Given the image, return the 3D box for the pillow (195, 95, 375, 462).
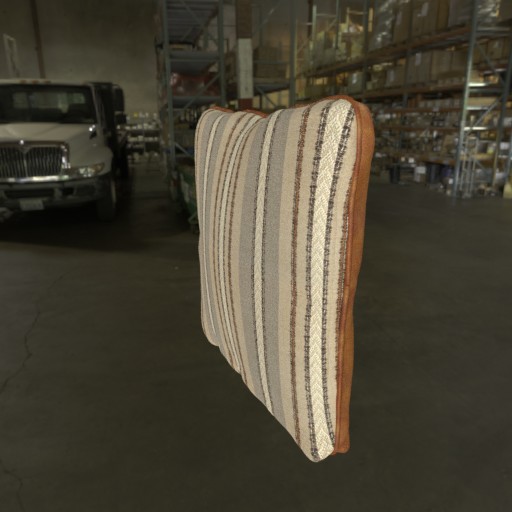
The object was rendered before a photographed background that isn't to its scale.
[{"bbox_3d":[0.000,0.000,0.743,0.130,0.490,0.489,-8,19,-25],"label":"pillow"}]
